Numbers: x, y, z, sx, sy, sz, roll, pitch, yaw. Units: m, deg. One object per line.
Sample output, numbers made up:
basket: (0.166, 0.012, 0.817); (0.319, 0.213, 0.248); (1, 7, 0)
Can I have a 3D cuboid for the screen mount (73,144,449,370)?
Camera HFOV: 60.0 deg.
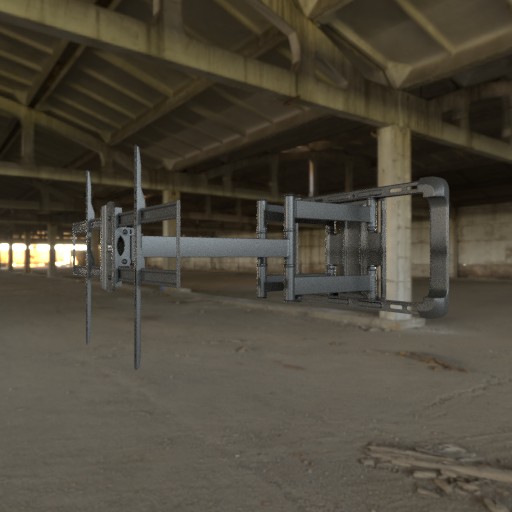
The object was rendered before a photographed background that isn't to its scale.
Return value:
screen mount: (0.000, 0.000, 1.345); (0.905, 0.483, 0.725); (0, 0, -37)
